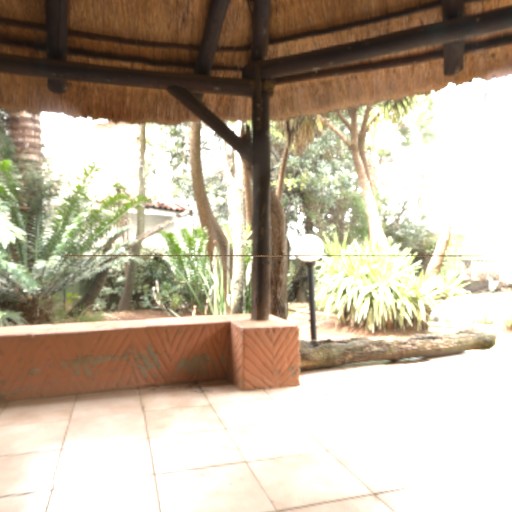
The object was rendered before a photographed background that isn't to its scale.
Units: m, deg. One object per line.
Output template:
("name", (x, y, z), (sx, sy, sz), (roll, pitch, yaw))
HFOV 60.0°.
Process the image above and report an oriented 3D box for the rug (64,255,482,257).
("rug", (0.000, 0.000, 2.975), (2.227, 0.008, 1.611), (0, 0, -18))
